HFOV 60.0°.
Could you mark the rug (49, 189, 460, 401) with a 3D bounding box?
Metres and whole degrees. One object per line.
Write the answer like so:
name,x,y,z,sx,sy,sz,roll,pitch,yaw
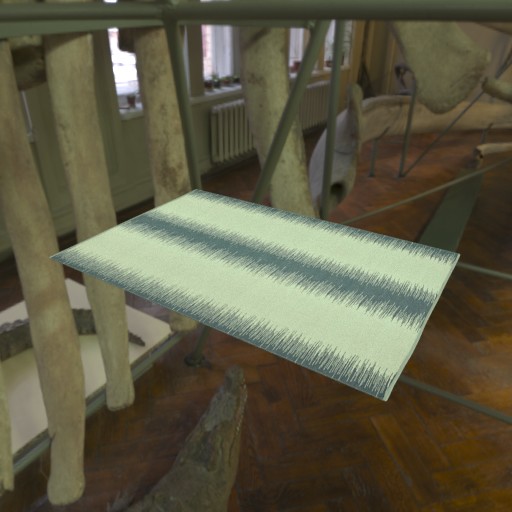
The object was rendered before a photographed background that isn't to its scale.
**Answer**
rug,0.000,0.000,2.389,1.854,0.006,1.234,17,33,28
